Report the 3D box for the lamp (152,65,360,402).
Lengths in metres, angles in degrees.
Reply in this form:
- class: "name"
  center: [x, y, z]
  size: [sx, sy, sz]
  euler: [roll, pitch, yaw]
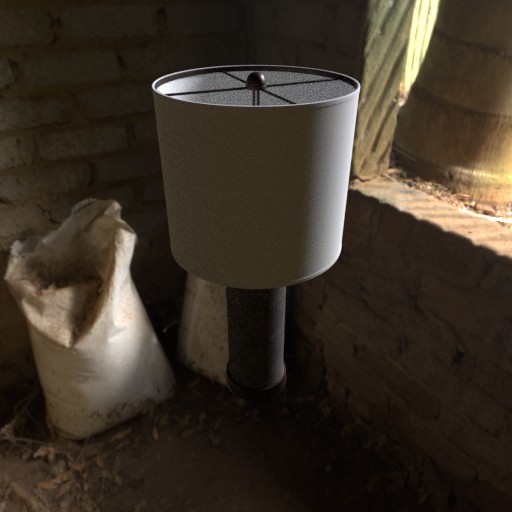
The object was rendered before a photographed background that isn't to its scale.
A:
- class: "lamp"
  center: [0.000, 0.000, 0.810]
  size: [0.301, 0.630, 0.301]
  euler: [11, 34, 17]
